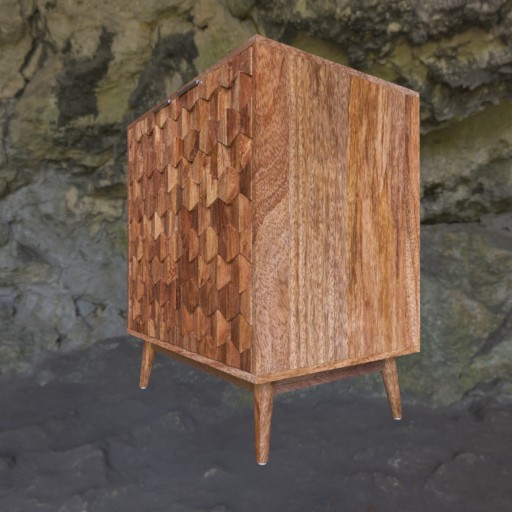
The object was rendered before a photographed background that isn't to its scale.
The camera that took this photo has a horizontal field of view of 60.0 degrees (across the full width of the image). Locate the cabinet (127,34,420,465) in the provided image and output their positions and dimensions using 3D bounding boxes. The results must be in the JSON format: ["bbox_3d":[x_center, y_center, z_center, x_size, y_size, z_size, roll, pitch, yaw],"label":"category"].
[{"bbox_3d":[0.000,0.000,1.154,0.473,0.758,0.647,0,0,-35],"label":"cabinet"}]
